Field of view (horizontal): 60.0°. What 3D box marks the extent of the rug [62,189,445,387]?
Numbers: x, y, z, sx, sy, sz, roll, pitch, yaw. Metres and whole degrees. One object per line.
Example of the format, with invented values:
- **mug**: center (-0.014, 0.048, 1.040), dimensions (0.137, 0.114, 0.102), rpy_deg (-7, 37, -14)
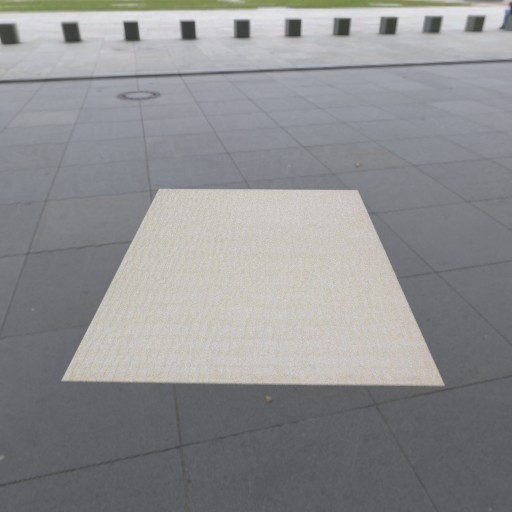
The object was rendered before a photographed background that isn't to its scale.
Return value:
- **rug**: center (0.000, 0.000, 4.077), dimensions (2.410, 0.021, 3.055), rpy_deg (1, 32, 1)
